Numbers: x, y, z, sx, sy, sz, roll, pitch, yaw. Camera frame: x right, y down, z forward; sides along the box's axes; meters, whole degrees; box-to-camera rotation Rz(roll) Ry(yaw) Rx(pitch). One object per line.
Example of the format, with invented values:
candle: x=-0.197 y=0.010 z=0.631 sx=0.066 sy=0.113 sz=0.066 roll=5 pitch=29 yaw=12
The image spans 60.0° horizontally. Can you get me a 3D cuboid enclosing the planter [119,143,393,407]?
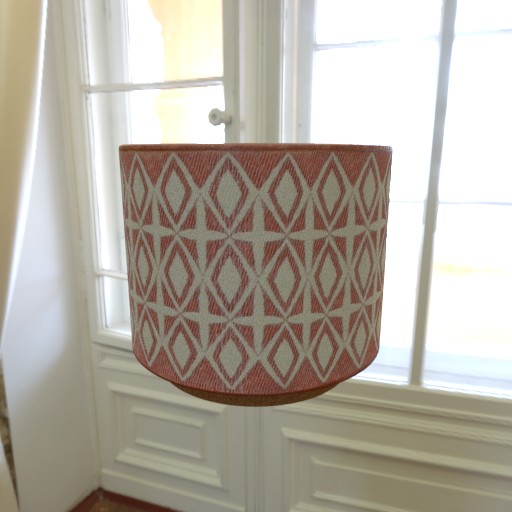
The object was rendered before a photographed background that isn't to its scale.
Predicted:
planter: x=0.000 y=0.000 z=0.487 sx=0.273 sy=0.237 sz=0.273 roll=0 pitch=13 yaw=0
